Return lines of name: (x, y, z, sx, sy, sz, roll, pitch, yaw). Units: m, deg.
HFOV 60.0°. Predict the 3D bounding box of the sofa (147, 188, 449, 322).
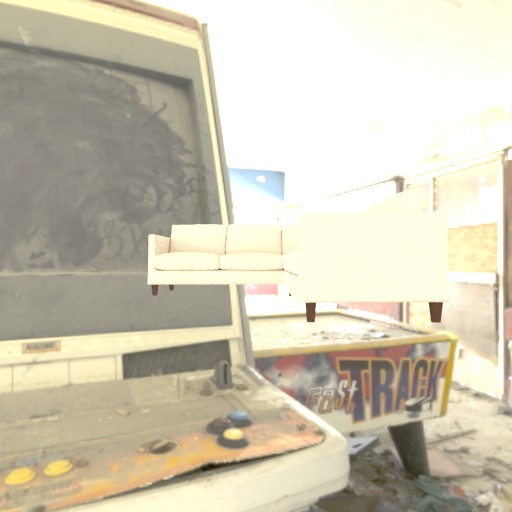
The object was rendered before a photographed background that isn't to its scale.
sofa: (0.000, 0.000, 4.305, 2.432, 0.863, 3.182, 0, -1, 1)
